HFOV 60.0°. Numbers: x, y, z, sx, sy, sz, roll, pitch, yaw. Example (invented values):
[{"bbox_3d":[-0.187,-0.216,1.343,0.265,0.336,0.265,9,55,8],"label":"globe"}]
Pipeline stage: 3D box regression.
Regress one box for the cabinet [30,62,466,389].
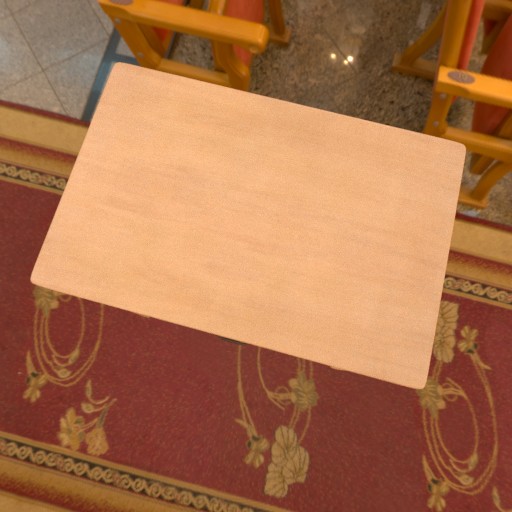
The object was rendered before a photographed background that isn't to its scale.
[{"bbox_3d":[0.000,0.000,1.244,0.763,0.762,0.503,15,77,3],"label":"cabinet"}]
